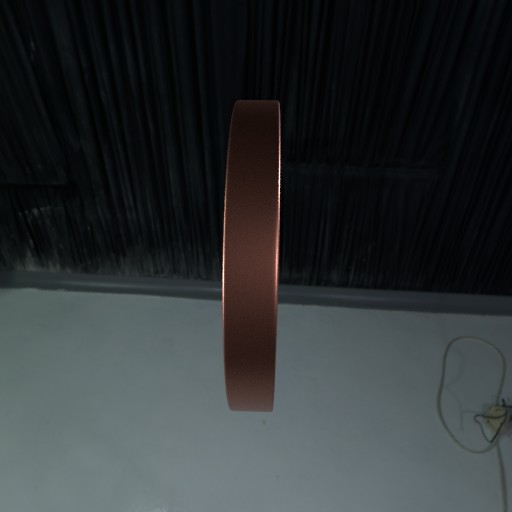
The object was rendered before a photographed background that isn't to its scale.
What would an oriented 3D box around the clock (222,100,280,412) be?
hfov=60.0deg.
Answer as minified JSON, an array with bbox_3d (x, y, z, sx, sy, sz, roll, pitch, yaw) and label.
[{"bbox_3d":[0.000,0.000,0.473,0.040,0.313,0.313,1,40,1],"label":"clock"}]
